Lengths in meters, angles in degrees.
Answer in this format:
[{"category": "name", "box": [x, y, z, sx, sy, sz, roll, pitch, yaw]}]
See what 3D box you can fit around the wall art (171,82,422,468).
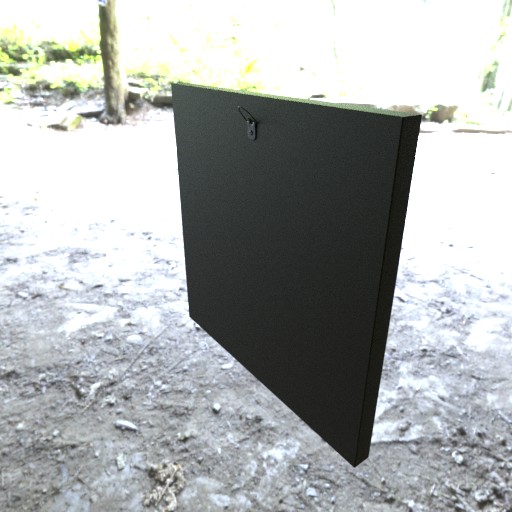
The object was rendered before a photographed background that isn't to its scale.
[{"category": "wall art", "box": [0.000, 0.000, 0.509, 0.038, 0.349, 0.349, -18, 31, -33]}]
